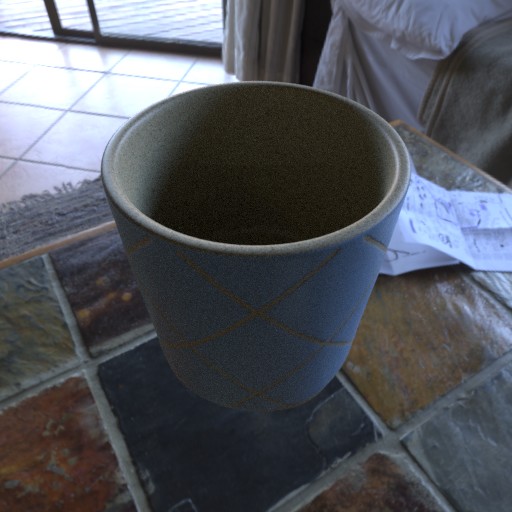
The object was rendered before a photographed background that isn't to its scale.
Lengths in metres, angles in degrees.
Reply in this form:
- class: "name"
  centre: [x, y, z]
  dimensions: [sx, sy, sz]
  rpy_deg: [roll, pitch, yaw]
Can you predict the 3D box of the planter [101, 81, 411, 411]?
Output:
- class: "planter"
  centre: [0.000, 0.000, 0.416]
  dimensions: [0.227, 0.235, 0.227]
  rpy_deg: [0, 46, 0]
